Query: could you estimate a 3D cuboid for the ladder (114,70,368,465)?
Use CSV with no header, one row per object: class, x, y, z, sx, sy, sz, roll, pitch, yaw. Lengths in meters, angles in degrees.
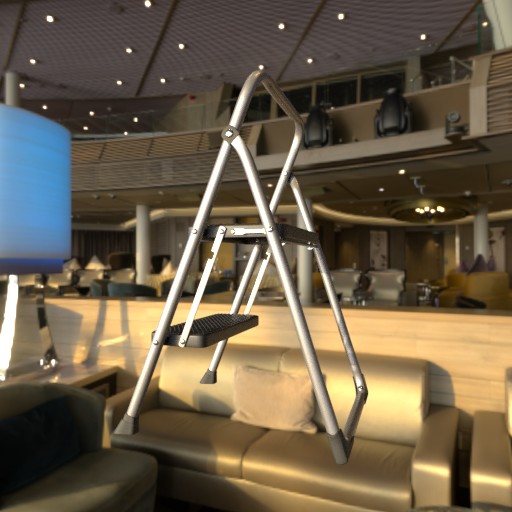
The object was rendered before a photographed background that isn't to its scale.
ladder,0.000,0.000,1.025,0.472,0.720,0.430,0,-1,19
